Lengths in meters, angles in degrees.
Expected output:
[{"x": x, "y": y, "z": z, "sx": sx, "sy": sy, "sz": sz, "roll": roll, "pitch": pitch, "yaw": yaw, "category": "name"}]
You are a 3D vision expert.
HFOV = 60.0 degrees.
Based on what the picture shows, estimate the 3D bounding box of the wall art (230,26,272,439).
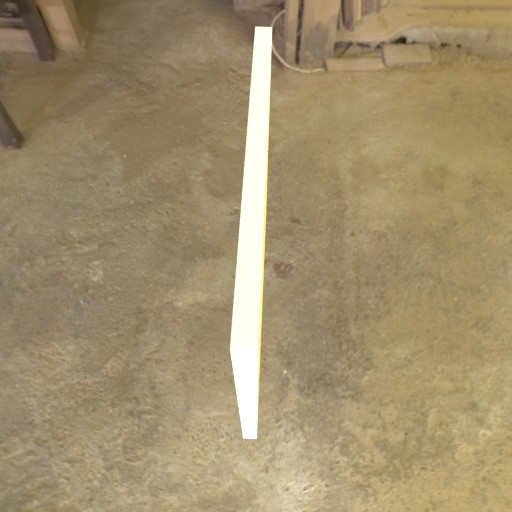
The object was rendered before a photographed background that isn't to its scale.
[{"x": 0.000, "y": 0.000, "z": 1.140, "sx": 0.038, "sy": 0.761, "sz": 0.763, "roll": 2, "pitch": 59, "yaw": 1, "category": "wall art"}]
